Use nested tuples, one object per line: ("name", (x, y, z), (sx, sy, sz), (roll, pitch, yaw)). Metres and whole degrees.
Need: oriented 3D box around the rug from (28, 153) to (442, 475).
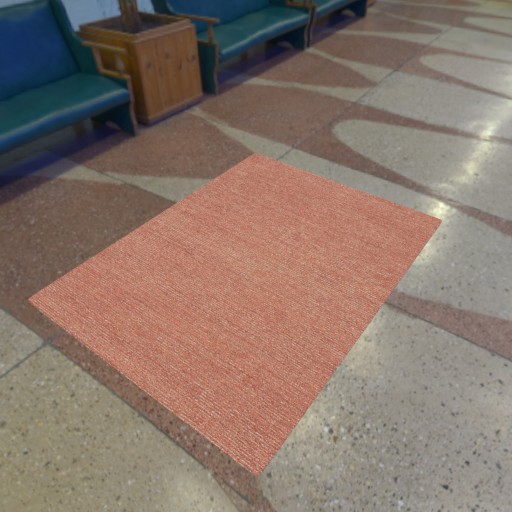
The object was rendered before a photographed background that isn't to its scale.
("rug", (0.000, 0.000, 2.724), (1.594, 0.009, 2.112), (26, 47, 27))
